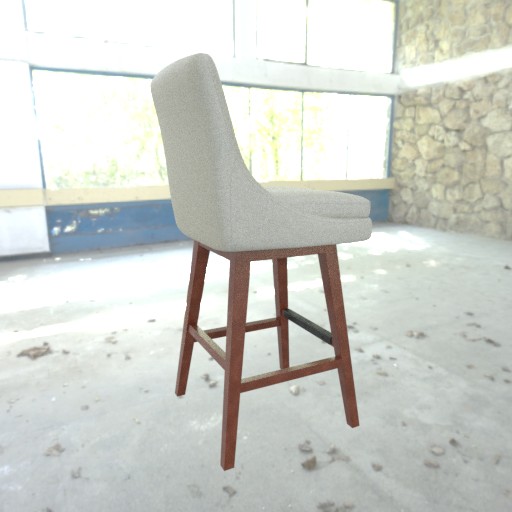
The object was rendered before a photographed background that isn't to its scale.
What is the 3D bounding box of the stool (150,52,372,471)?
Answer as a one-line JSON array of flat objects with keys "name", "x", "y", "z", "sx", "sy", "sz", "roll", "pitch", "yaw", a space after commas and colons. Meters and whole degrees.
[{"name": "stool", "x": 0.000, "y": 0.000, "z": 1.415, "sx": 0.559, "sy": 1.092, "sz": 0.470, "roll": -6, "pitch": 14, "yaw": -26}]
